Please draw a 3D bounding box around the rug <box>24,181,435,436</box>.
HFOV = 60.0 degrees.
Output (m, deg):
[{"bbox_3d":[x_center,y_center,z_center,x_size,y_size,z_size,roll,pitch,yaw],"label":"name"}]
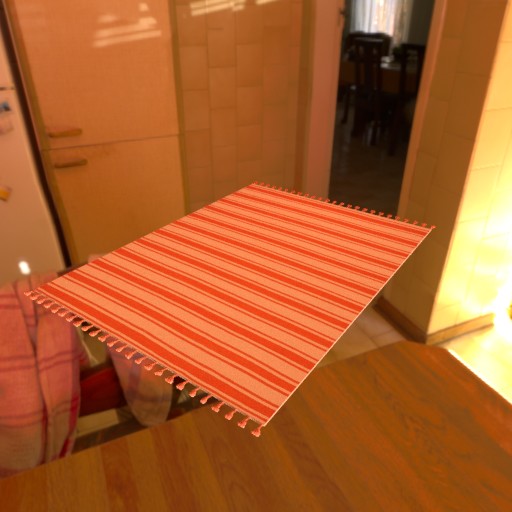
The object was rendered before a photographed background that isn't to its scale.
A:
[{"bbox_3d":[0.000,0.000,4.331,2.451,0.035,3.369,20,35,31],"label":"rug"}]
